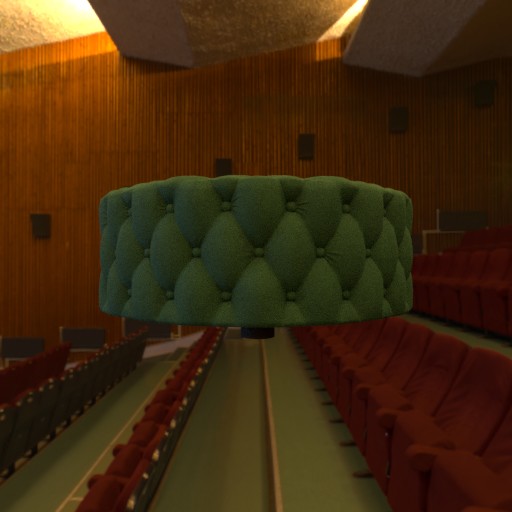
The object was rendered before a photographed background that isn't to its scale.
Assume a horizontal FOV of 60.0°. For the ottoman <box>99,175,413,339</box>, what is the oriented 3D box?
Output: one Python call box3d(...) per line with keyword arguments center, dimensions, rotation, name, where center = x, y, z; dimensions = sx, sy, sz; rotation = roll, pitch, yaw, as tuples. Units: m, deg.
box3d(center=(0.000, 0.000, 1.484), dimensions=(0.998, 0.399, 0.998), rotation=(0, 0, 0), name="ottoman")
